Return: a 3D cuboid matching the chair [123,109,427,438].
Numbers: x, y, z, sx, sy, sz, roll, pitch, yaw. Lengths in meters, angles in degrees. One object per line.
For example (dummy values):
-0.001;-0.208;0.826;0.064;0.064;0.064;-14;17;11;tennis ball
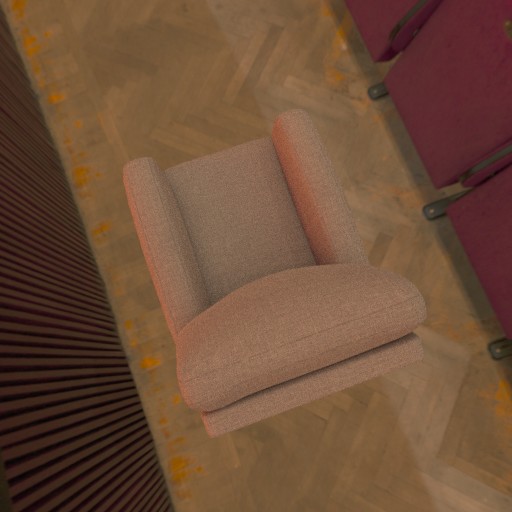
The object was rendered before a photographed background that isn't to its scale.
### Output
0.000;0.000;1.621;0.762;0.990;0.990;-19;77;-4;chair
